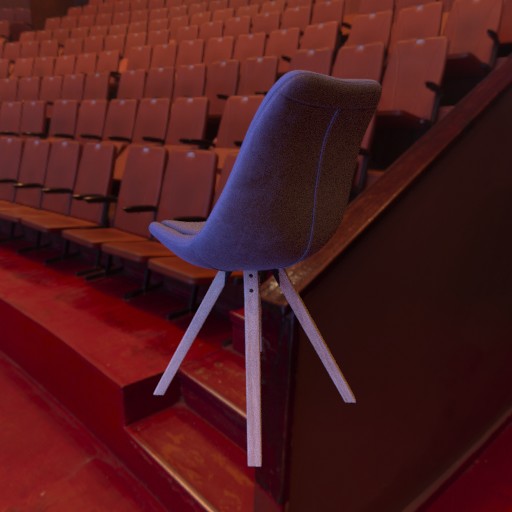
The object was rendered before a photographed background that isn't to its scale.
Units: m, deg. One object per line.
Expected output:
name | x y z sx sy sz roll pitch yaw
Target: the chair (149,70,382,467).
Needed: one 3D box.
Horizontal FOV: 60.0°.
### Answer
chair | 0.000 0.000 1.194 0.483 0.865 0.547 -14 21 -41
